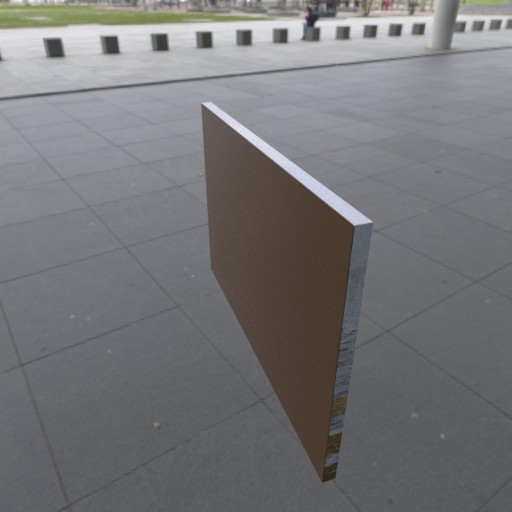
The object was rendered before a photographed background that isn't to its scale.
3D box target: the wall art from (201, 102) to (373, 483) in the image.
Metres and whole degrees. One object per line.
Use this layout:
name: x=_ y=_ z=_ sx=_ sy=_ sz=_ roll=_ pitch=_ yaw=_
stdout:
wall art: x=0.000 y=0.000 z=1.457 sx=0.041 sy=0.762 sz=1.145 roll=-10 pitch=32 yaw=-17
